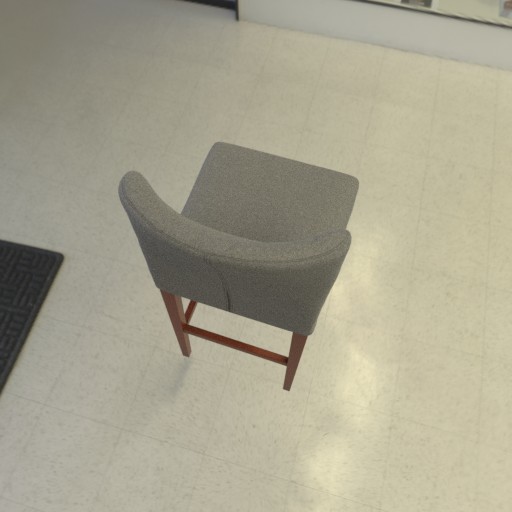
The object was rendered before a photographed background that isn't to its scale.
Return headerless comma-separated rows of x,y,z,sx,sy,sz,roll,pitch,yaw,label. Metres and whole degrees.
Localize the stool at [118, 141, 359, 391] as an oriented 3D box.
0.000,0.000,1.362,0.481,1.069,0.568,17,64,8,stool
